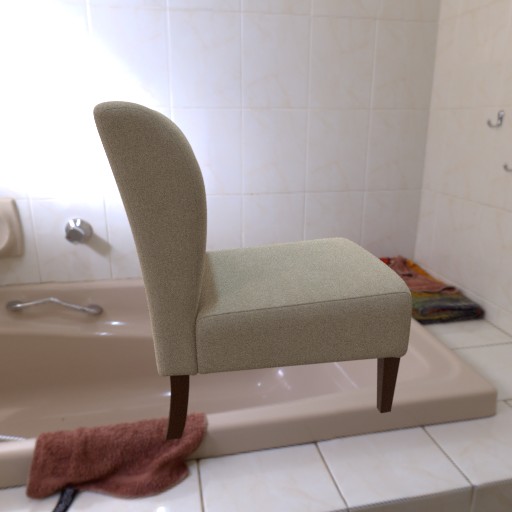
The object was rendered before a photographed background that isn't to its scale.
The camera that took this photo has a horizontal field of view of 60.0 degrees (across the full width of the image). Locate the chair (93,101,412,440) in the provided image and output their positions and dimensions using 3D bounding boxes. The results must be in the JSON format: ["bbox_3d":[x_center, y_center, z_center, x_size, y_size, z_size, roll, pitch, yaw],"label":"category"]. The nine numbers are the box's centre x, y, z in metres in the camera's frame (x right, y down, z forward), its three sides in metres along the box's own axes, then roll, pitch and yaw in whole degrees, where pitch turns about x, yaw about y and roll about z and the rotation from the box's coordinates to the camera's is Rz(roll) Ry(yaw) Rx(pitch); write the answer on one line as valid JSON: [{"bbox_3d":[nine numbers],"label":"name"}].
[{"bbox_3d":[0.000,0.000,1.292,0.754,0.833,0.521,-3,17,-9],"label":"chair"}]
